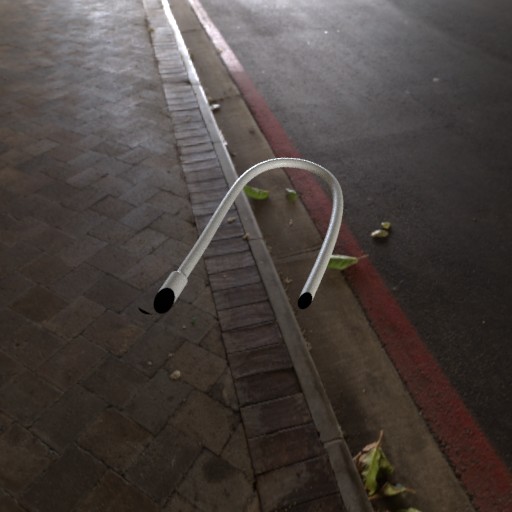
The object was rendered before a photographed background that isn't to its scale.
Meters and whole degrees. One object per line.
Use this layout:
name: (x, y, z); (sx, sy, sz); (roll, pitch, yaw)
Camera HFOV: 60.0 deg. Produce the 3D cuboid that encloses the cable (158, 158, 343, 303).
cable: (0.000, 0.000, 0.111); (0.041, 0.005, 0.098); (13, 43, 14)
